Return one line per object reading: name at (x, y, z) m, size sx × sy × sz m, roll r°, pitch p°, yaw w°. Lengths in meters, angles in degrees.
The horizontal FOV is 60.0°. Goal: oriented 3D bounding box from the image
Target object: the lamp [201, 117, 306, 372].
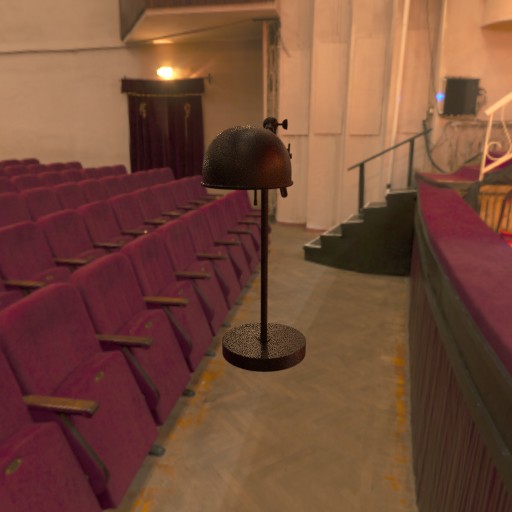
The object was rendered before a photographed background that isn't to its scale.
lamp at (0.000, 0.000, 0.823) m, size 0.185 × 0.495 × 0.567 m, roll 2°, pitch 15°, yaw 9°
